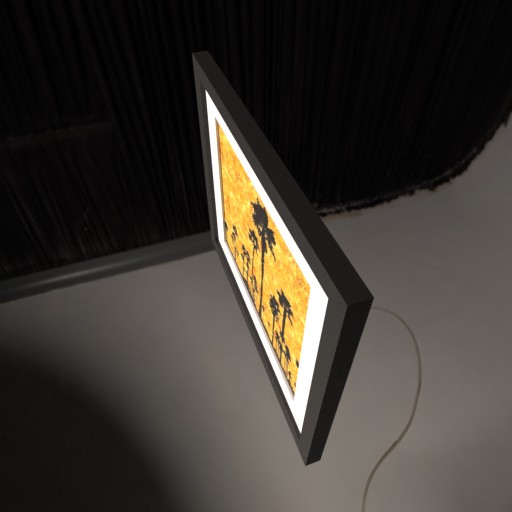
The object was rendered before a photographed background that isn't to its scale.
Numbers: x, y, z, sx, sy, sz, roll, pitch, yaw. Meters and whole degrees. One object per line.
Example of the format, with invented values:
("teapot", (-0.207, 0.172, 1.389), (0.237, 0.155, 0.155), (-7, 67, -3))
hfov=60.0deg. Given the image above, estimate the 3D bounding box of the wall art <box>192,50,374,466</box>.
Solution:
("wall art", (0.000, 0.000, 0.752), (0.028, 0.460, 0.561), (-15, 50, -13))
